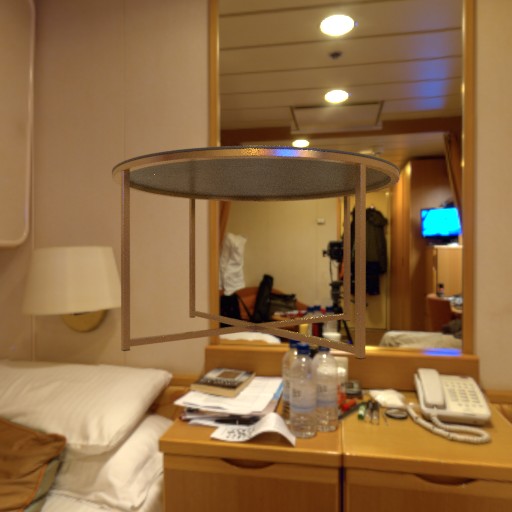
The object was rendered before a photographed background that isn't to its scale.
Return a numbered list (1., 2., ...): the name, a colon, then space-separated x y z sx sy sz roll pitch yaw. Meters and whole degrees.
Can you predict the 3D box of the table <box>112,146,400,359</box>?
1. table: 0.000 0.000 1.295 0.800 0.450 0.800 0 0 0
